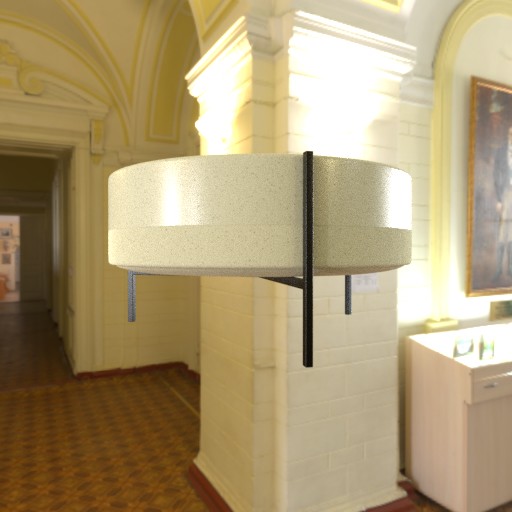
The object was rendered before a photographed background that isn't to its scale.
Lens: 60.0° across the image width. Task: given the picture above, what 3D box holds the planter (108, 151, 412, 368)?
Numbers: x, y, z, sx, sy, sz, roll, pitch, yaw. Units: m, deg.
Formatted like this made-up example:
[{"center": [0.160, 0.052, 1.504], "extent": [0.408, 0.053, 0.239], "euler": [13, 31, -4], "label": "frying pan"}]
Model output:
[{"center": [0.000, 0.000, 0.520], "extent": [0.345, 0.171, 0.336], "euler": [0, 1, 18], "label": "planter"}]
